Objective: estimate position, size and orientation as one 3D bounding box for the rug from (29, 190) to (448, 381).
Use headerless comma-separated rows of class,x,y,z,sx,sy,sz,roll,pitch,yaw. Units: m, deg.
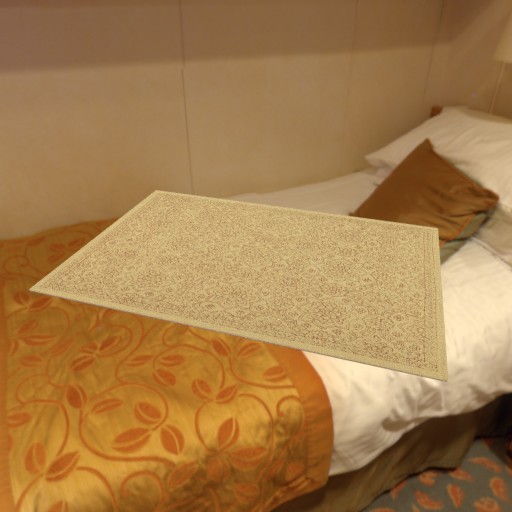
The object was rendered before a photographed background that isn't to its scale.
rug,0.000,0.000,2.313,1.829,0.010,1.219,9,33,15
